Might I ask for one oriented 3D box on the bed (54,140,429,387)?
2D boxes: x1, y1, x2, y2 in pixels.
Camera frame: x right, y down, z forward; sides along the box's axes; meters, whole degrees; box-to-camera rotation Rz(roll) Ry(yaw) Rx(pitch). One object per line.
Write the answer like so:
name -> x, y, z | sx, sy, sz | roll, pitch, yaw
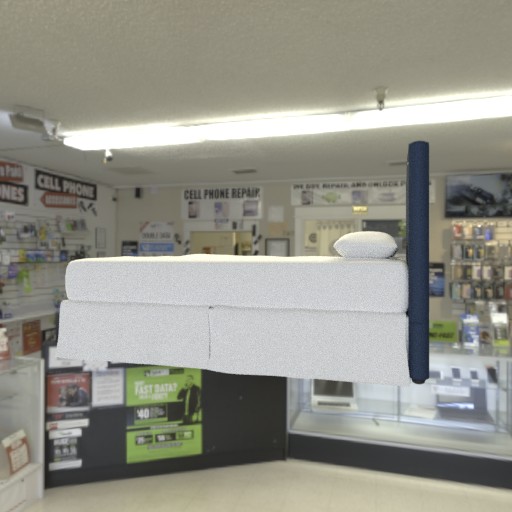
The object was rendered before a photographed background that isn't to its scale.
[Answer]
bed -> 0.000, 0.000, 3.557 | 2.507, 1.441, 1.741 | 0, 0, 18
